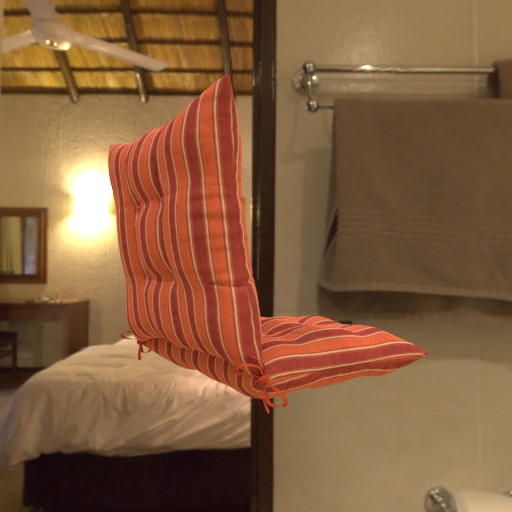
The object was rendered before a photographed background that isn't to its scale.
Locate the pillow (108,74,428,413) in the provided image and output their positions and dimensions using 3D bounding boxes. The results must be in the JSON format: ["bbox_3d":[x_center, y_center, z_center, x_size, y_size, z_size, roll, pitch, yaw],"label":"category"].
[{"bbox_3d":[0.000,0.000,1.007,0.585,0.536,0.541,1,-2,-37],"label":"pillow"}]
